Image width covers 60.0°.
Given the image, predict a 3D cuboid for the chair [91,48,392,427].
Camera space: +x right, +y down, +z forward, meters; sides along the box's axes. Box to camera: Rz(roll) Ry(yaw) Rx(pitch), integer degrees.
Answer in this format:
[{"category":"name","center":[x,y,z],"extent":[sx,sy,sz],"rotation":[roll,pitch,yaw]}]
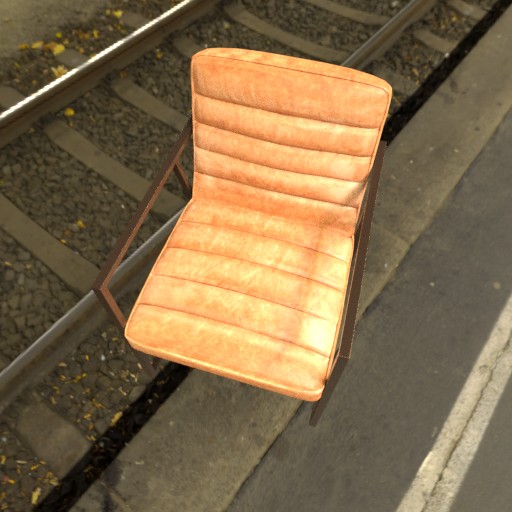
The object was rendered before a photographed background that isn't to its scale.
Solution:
[{"category":"chair","center":[0.000,0.000,1.243],"extent":[0.571,0.832,0.677],"rotation":[14,58,9]}]
